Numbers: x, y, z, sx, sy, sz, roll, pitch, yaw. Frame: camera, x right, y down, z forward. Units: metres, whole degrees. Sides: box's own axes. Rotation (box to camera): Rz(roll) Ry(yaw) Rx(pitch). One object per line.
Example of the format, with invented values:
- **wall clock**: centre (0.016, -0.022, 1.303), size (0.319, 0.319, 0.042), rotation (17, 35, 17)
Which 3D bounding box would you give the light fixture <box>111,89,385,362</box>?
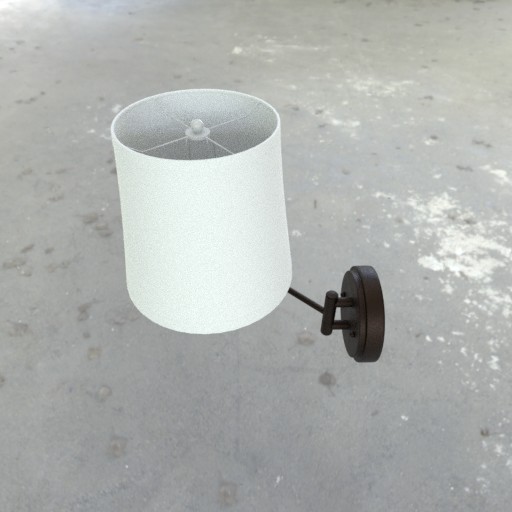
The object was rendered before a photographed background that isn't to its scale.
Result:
- **light fixture**: centre (0.000, 0.000, 0.266), size (0.157, 0.172, 0.100), rotation (-1, 41, -1)
